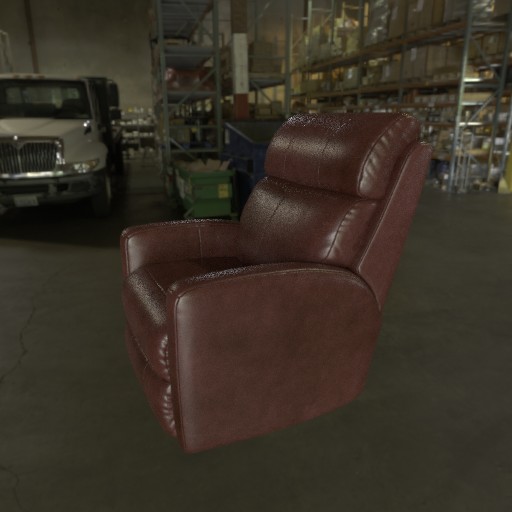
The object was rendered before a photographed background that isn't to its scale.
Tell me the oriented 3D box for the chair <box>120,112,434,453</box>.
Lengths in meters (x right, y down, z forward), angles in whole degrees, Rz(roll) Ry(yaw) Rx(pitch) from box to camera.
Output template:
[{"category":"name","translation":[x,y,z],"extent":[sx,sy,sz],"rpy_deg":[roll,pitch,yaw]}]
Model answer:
[{"category":"chair","translation":[0.000,0.000,1.648],"extent":[0.939,1.016,0.787],"rpy_deg":[-9,19,-25]}]
